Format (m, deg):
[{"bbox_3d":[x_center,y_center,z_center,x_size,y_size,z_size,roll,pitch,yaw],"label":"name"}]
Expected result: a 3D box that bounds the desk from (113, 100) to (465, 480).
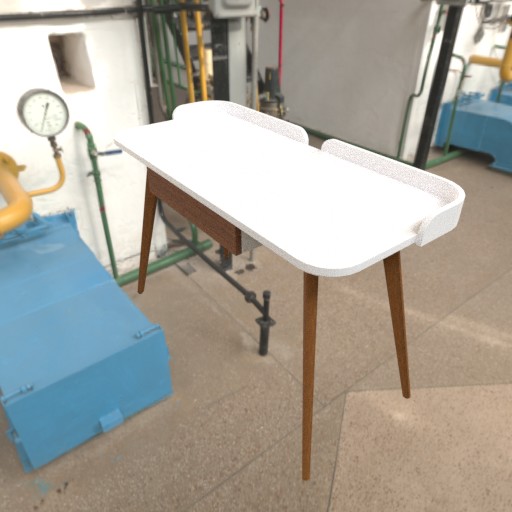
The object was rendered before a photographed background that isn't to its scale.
[{"bbox_3d":[0.000,0.000,1.615,0.534,0.807,1.206,-23,40,-31],"label":"desk"}]
